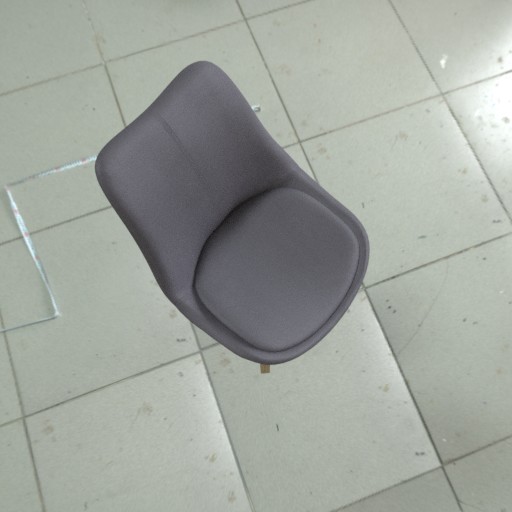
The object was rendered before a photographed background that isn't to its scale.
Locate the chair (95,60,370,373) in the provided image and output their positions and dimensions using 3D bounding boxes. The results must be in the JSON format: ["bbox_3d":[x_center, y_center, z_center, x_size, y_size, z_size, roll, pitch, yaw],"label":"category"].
[{"bbox_3d":[0.000,0.000,1.186,0.547,0.865,0.483,39,78,10],"label":"chair"}]
